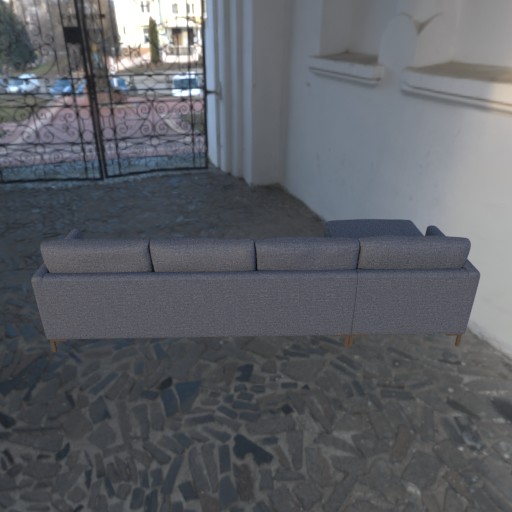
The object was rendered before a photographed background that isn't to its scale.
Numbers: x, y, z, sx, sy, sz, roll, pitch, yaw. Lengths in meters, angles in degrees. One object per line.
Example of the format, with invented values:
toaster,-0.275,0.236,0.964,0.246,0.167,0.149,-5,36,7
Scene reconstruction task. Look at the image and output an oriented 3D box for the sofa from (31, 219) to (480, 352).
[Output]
sofa,0.000,0.000,2.920,2.445,0.673,1.125,-1,27,-1
